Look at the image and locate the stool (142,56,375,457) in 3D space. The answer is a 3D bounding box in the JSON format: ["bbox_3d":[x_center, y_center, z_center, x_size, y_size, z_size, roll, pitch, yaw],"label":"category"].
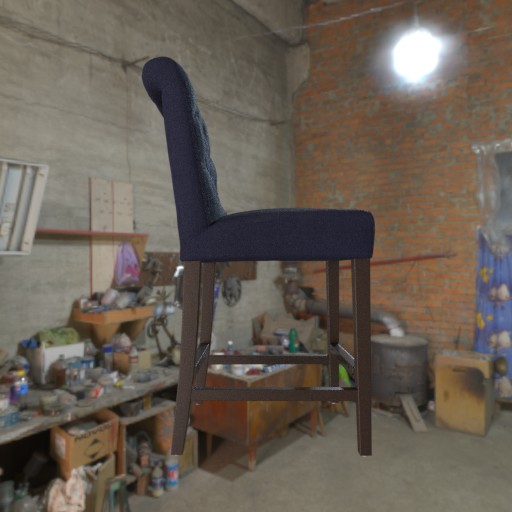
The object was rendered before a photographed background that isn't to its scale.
[{"bbox_3d":[0.000,0.000,1.335,0.601,1.010,0.493,0,-1,0],"label":"stool"}]
